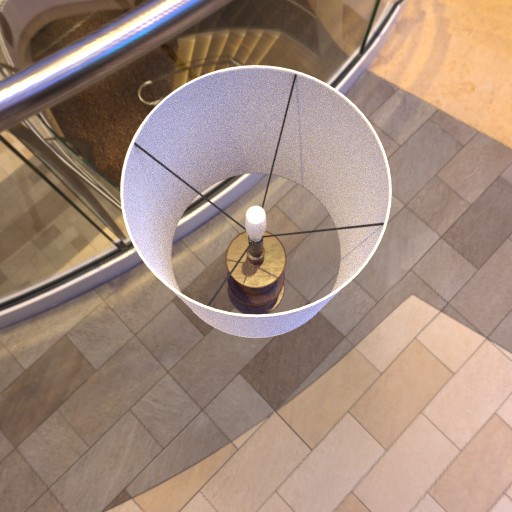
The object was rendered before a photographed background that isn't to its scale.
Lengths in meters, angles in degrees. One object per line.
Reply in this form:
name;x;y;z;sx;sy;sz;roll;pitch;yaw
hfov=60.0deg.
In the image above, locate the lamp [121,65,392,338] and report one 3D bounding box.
lamp;0.000;0.000;0.562;0.208;0.455;0.208;-1;75;0
